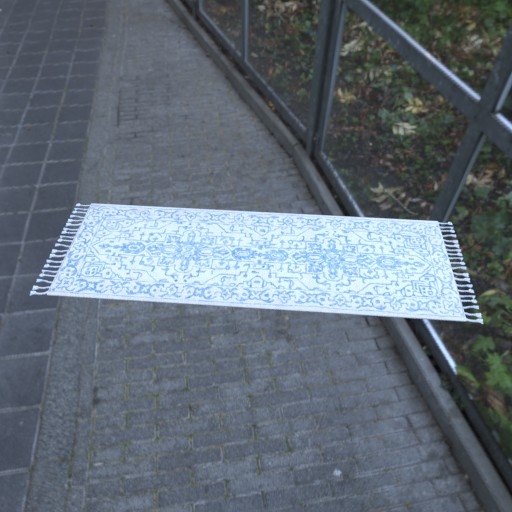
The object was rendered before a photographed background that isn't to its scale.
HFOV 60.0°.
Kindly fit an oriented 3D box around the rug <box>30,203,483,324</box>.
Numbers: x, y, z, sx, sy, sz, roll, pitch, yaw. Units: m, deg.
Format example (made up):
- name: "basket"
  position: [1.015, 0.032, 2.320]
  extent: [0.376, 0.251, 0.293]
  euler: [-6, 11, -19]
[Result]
- name: "rug"
  position: [0.000, 0.000, 2.629]
  extent: [2.449, 0.011, 0.774]
  euler: [3, 48, 3]
